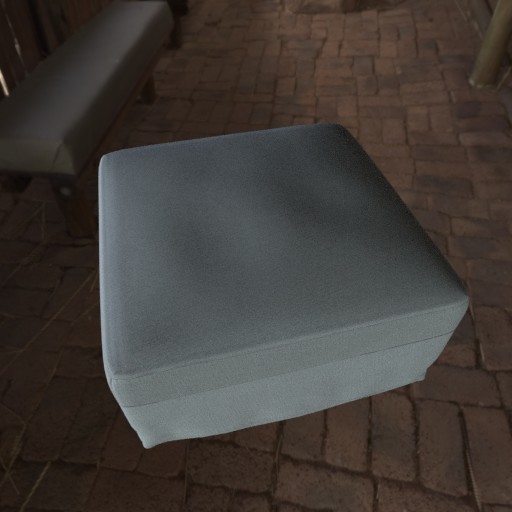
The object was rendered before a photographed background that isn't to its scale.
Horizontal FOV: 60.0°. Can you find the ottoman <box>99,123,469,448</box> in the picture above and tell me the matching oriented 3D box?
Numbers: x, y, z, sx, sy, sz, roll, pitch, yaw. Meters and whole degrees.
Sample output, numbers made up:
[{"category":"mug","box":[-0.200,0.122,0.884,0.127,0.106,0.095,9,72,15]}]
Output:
[{"category":"ottoman","box":[0.000,0.000,1.328,0.843,0.441,0.842,-10,47,-10]}]
